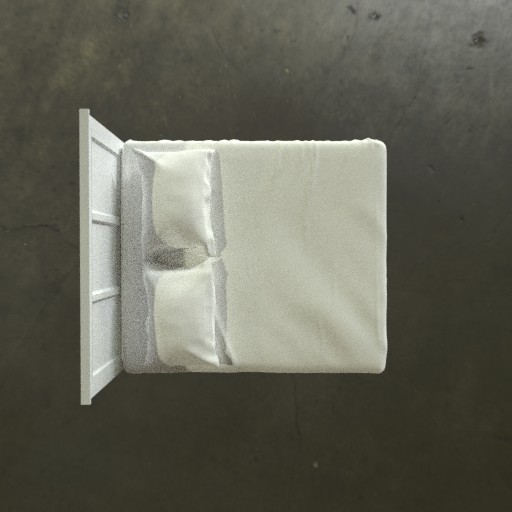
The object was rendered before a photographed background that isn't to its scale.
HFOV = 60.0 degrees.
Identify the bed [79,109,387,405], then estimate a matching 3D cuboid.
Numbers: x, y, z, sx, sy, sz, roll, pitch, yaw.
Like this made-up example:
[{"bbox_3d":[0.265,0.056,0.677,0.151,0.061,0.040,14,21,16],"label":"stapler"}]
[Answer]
[{"bbox_3d":[0.000,0.000,3.101,2.047,1.269,1.876,0,91,0],"label":"bed"}]
